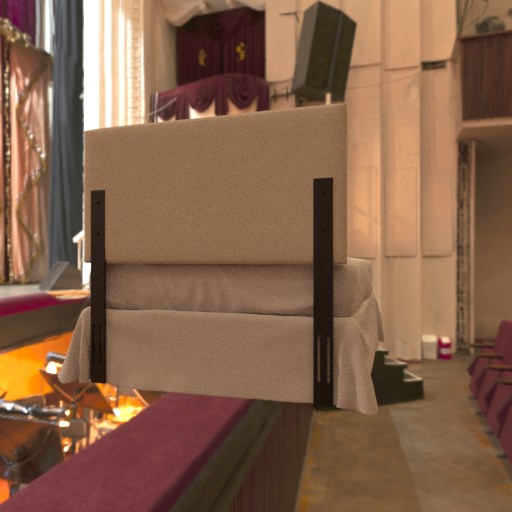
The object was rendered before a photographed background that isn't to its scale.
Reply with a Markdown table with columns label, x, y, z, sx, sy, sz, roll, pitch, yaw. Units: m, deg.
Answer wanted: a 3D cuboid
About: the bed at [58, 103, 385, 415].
| label | x | y | z | sx | sy | sz | roll | pitch | yaw |
| --- | --- | --- | --- | --- | --- | --- | --- | --- | --- |
| bed | 0.000 | 0.000 | 3.493 | 1.936 | 1.577 | 2.222 | 0 | 0 | 18 |
